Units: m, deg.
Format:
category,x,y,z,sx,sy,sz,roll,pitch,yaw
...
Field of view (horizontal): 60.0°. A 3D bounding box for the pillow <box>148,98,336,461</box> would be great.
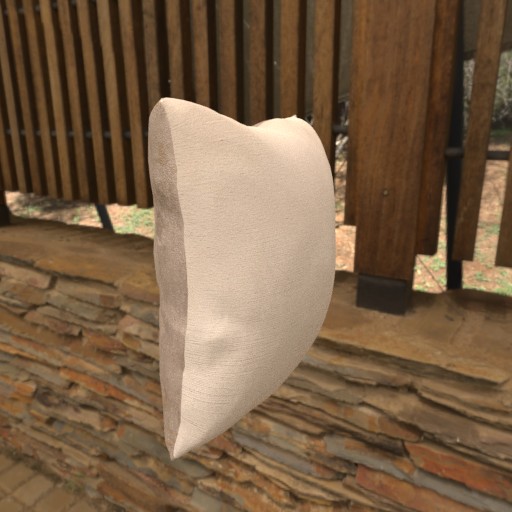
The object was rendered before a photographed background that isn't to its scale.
category,x,y,z,sx,sy,sz,roll,pitch,yaw
pillow,0.000,0.000,0.703,0.245,0.448,0.450,7,17,25
